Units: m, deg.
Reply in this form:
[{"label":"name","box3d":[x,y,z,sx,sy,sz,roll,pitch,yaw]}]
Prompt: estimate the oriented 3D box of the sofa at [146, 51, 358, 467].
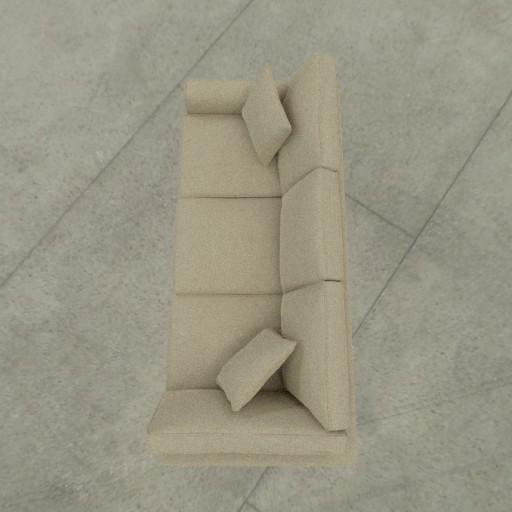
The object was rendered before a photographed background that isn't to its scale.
[{"label":"sofa","box3d":[0.000,0.000,2.762,1.061,0.962,2.317,0,75,0]}]
